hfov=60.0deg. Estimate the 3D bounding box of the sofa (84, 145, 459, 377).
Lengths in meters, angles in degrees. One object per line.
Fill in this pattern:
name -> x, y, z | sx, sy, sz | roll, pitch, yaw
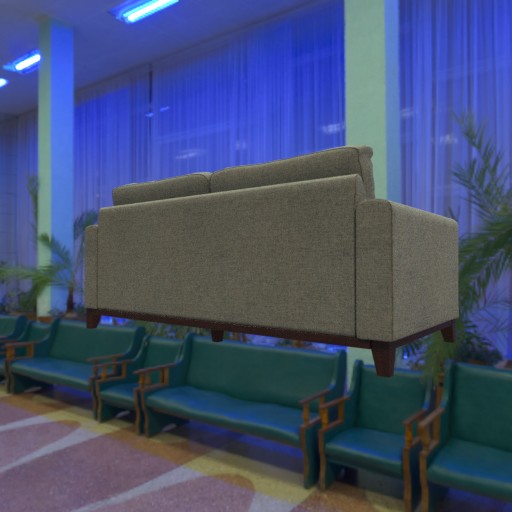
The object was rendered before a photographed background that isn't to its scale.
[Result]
sofa -> 0.000, 0.000, 2.533 | 1.978, 0.892, 0.969 | -1, -1, 38
